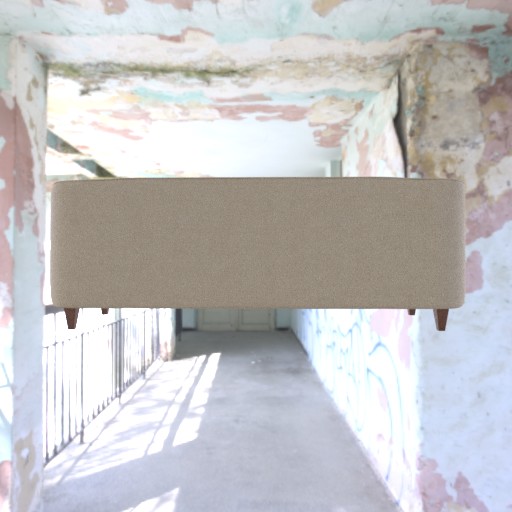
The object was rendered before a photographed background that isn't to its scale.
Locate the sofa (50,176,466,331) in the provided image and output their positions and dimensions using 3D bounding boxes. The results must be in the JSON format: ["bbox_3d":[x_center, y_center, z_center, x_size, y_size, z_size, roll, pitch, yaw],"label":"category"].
[{"bbox_3d":[0.000,0.000,2.664,2.235,0.788,0.913,0,-1,1],"label":"sofa"}]
